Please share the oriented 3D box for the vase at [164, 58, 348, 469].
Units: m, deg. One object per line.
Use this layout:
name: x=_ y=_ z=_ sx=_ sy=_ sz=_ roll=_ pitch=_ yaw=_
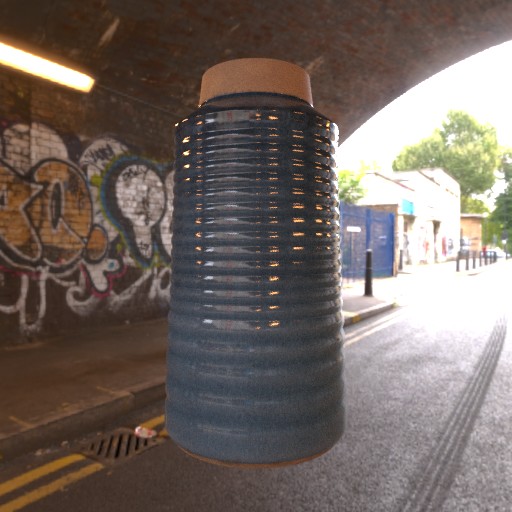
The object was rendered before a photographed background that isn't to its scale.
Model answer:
vase: x=0.000 y=0.000 z=0.401 sx=0.163 sy=0.316 sz=0.163 roll=0 pitch=1 yaw=0
